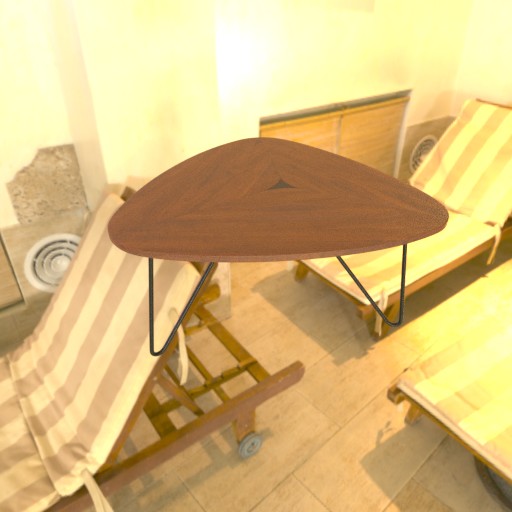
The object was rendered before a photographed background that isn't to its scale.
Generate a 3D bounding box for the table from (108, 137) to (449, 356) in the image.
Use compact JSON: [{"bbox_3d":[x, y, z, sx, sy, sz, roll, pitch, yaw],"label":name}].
[{"bbox_3d":[0.000,0.000,1.334,0.821,0.413,0.833,-22,38,-30],"label":"table"}]
